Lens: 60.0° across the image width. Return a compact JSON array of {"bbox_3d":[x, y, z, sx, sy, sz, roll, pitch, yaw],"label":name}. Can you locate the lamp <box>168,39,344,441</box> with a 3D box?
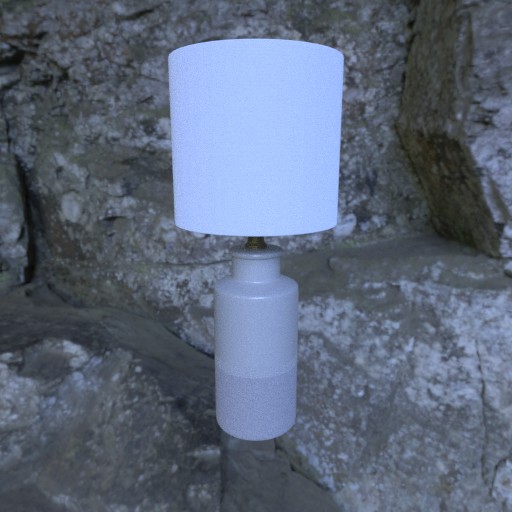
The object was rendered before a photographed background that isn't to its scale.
[{"bbox_3d":[0.000,0.000,0.599,0.212,0.493,0.212,6,14,25],"label":"lamp"}]
